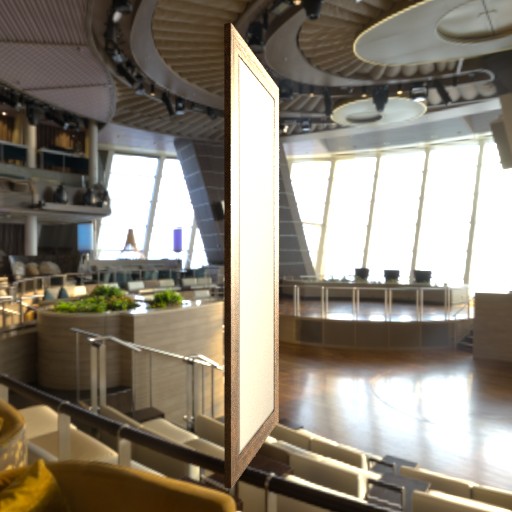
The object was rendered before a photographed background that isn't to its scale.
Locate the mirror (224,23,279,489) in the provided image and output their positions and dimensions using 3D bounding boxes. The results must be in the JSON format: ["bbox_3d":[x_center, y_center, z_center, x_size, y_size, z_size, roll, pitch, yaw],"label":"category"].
[{"bbox_3d":[0.000,0.000,2.323,0.032,2.031,0.812,0,0,18],"label":"mirror"}]
